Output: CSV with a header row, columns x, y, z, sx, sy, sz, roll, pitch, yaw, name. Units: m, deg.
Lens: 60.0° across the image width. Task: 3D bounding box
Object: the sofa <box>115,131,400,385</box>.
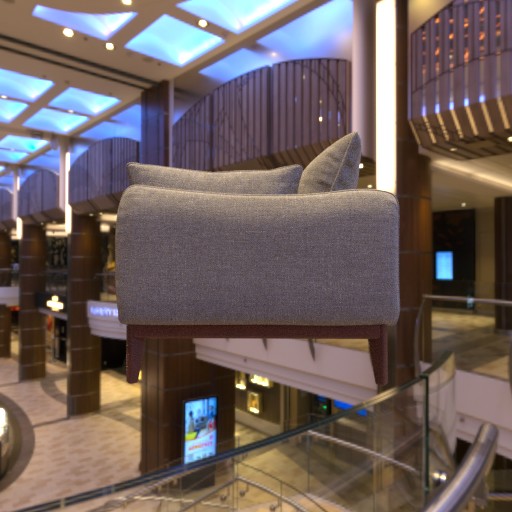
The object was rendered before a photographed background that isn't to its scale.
x,y,z,sx,sy,sz,roll,pitch,yaw,name
0.000,0.000,2.178,0.972,0.851,1.580,0,-1,1,sofa
